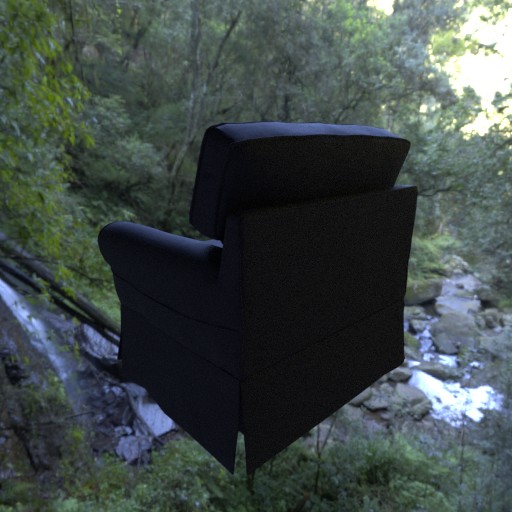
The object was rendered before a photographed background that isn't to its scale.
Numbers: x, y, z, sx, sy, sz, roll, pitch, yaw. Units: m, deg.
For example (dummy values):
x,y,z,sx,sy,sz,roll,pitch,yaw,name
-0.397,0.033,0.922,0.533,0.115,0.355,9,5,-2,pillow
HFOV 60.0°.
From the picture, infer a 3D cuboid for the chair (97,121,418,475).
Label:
x,y,z,sx,sy,sz,roll,pitch,yaw,name
0.000,0.000,1.987,1.119,1.140,1.002,-14,21,-42,chair
